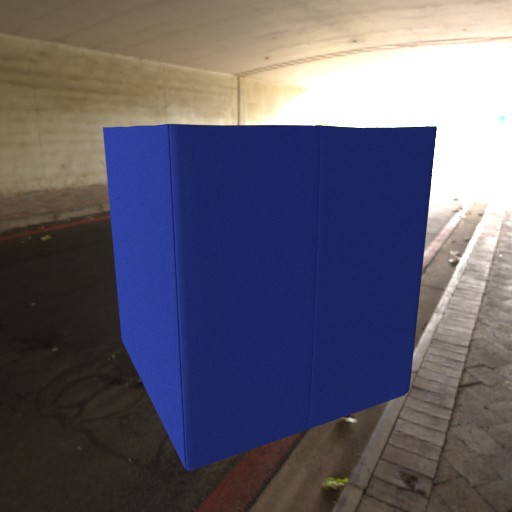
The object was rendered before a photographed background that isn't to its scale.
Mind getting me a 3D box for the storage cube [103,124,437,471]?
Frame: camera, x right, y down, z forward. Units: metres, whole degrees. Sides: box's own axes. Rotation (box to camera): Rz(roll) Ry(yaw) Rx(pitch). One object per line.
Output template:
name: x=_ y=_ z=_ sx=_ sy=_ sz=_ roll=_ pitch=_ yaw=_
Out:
storage cube: x=0.000 y=0.000 z=0.500 sx=0.270 sy=0.280 sz=0.270 roll=-8 pitch=18 yaw=-26
